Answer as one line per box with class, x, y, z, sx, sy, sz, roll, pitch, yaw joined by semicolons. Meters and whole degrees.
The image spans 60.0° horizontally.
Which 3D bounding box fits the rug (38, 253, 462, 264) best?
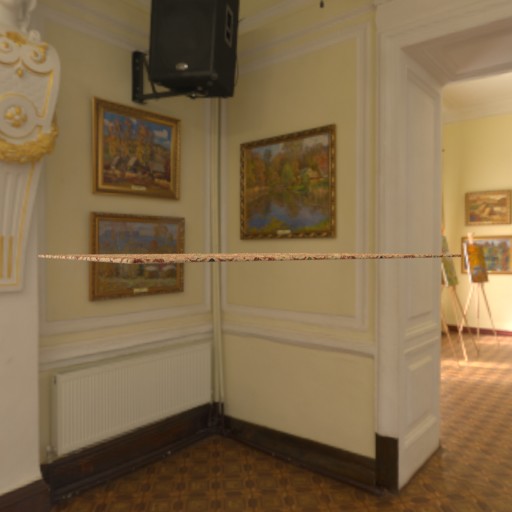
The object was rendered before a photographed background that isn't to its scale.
rug;0.000;0.000;2.885;2.297;0.018;1.541;-1;1;-37
